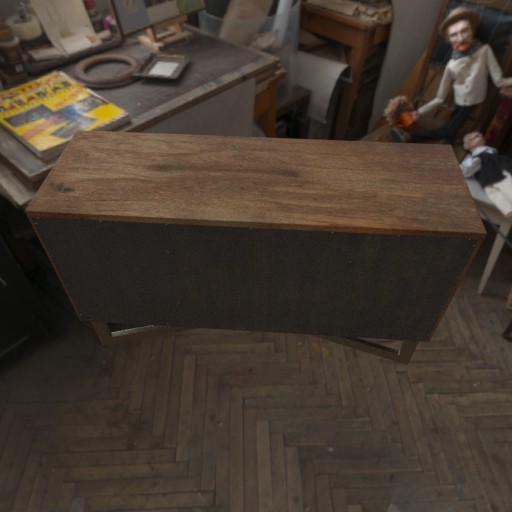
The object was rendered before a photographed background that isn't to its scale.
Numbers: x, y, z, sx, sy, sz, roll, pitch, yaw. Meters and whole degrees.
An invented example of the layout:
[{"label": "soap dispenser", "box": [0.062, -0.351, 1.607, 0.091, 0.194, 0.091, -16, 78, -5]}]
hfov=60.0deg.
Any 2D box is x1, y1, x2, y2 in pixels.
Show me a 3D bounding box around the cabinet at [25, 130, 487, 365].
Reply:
[{"label": "cabinet", "box": [0.000, 0.000, 1.774, 1.373, 0.812, 0.480, 3, 47, 3]}]
